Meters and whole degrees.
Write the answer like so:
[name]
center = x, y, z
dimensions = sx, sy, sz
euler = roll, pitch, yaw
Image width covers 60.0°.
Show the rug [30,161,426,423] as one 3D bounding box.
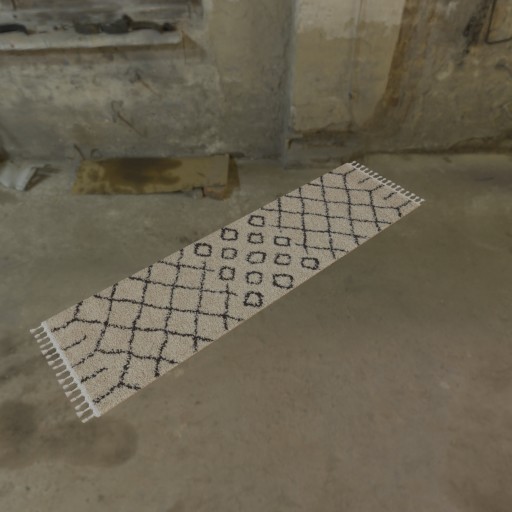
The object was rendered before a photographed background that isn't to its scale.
[rug]
center = 0.000, 0.000, 2.640
dimensions = 2.464, 0.005, 0.660
euler = -30, 52, -27
